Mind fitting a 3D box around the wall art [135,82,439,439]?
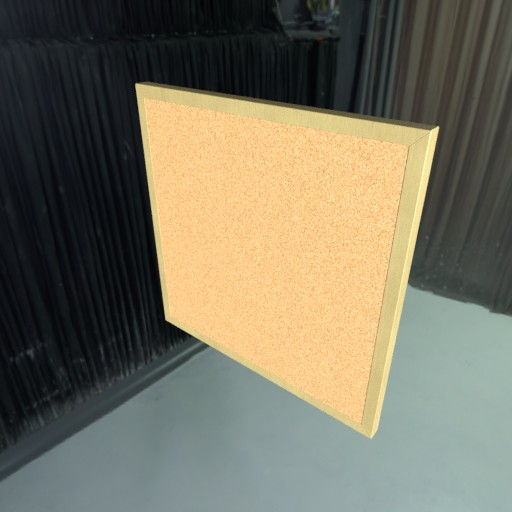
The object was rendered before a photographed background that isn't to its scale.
[{"bbox_3d":[0.000,0.000,1.132,0.763,0.763,0.037,22,36,33],"label":"wall art"}]
